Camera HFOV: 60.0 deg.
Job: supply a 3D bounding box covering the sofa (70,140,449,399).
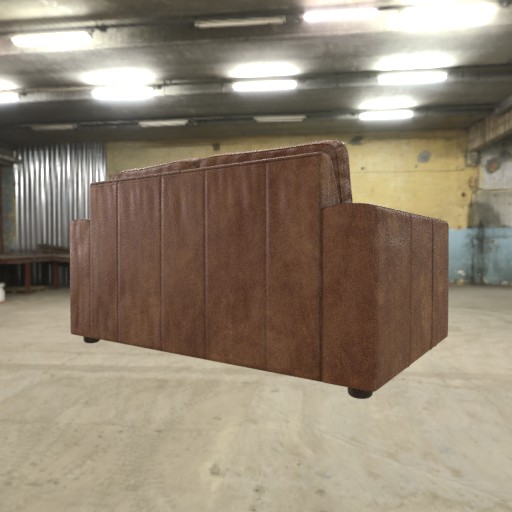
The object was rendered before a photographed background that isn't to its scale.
[{"bbox_3d":[0.000,0.000,2.230,1.626,0.889,1.041,1,1,35],"label":"sofa"}]
